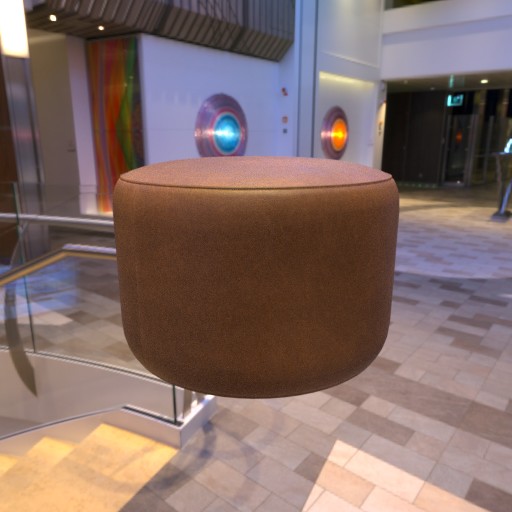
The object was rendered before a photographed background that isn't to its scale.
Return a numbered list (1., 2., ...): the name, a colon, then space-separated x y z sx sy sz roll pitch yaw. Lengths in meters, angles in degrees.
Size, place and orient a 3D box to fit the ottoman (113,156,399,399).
1. ottoman: 0.000 0.000 1.014 0.607 0.438 0.607 0 15 0
